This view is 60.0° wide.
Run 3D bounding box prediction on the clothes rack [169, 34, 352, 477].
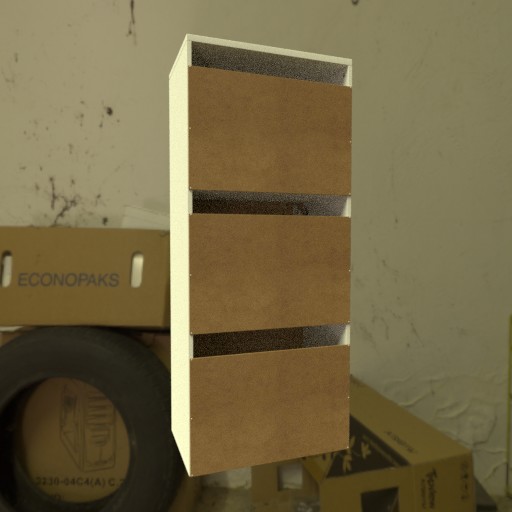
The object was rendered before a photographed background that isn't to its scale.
[{"bbox_3d":[0.000,0.000,1.421,0.500,1.187,0.331,-1,2,-19],"label":"clothes rack"}]
